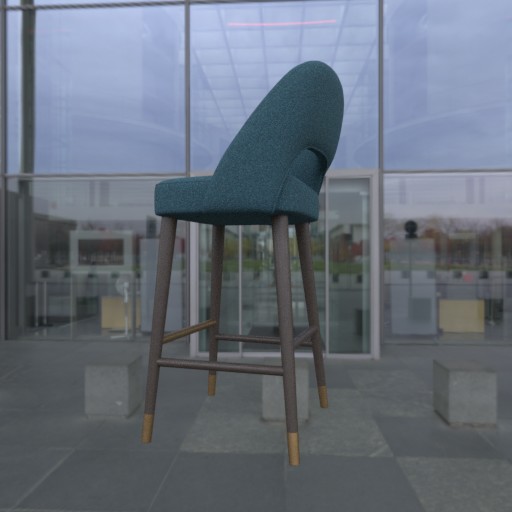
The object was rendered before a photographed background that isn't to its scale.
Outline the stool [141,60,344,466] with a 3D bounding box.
[{"bbox_3d":[0.000,0.000,1.359,0.522,1.032,0.536,0,0,18],"label":"stool"}]
